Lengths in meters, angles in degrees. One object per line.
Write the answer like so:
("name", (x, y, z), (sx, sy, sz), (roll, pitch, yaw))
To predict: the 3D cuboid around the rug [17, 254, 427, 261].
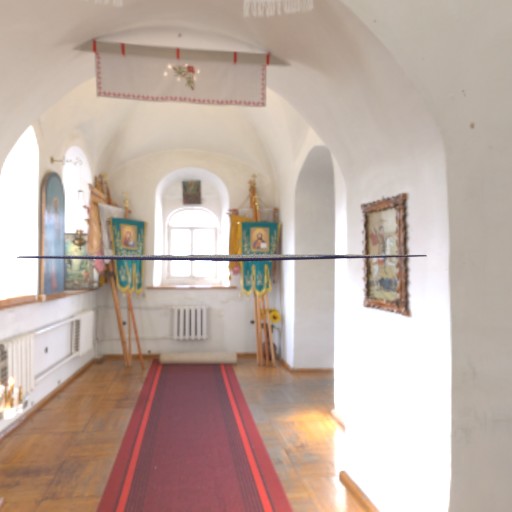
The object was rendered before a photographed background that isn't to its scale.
("rug", (0.000, 0.000, 2.217), (1.184, 0.012, 1.781), (0, 1, 36))
